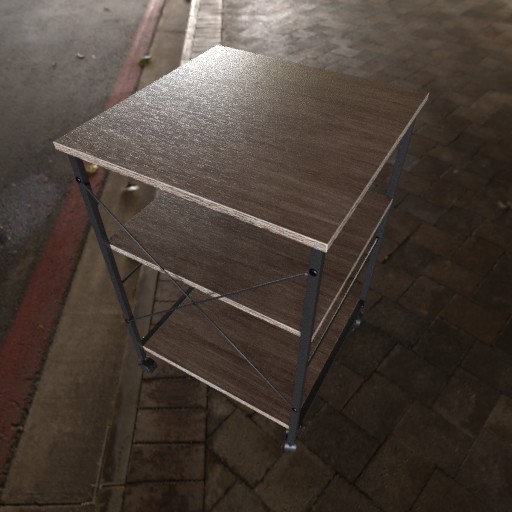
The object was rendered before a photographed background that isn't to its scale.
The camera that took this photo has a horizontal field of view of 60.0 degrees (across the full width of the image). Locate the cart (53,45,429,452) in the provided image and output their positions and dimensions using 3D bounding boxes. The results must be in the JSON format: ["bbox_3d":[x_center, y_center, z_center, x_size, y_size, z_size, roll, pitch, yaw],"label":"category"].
[{"bbox_3d":[0.000,0.000,1.113,0.521,0.762,0.520,22,49,21],"label":"cart"}]
